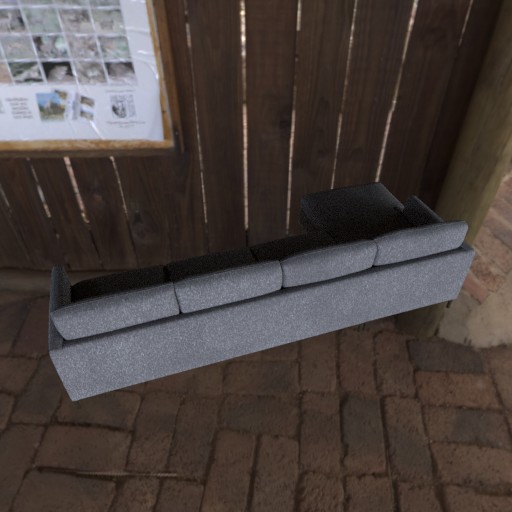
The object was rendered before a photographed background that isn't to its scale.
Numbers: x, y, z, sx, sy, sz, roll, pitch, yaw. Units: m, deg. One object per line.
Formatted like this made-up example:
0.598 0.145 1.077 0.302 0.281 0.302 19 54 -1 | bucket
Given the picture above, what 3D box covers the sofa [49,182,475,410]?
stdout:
0.000 0.000 3.420 2.932 0.810 1.350 -12 42 -14 | sofa
